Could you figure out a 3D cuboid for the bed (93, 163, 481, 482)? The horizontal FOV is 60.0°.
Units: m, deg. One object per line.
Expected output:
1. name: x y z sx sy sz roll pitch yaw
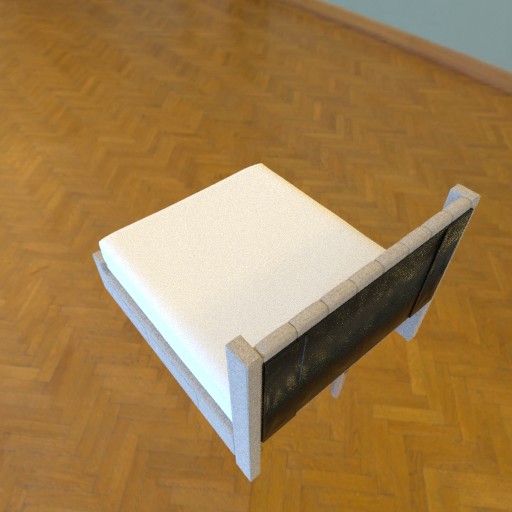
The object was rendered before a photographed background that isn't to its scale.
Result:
1. bed: 0.000 0.000 3.799 2.044 1.748 2.372 -31 54 -26
